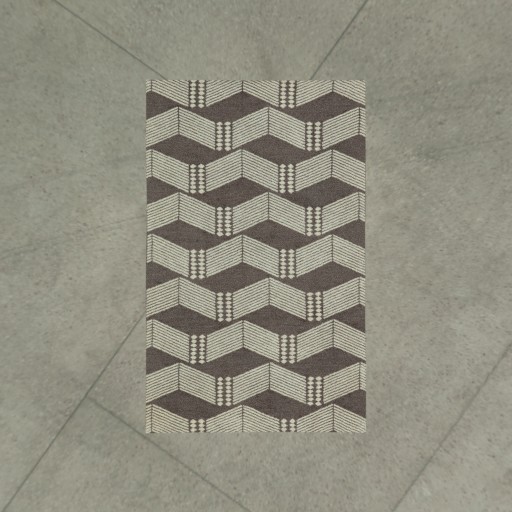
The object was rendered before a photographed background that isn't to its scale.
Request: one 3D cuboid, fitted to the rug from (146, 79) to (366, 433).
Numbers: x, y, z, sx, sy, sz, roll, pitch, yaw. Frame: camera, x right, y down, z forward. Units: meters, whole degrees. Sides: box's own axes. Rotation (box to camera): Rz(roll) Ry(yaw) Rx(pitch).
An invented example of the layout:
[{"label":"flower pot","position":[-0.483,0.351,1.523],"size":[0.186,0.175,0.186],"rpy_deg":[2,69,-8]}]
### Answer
[{"label":"rug","position":[0.000,0.000,3.057],"size":[1.517,0.011,2.435],"rpy_deg":[0,90,0]}]
